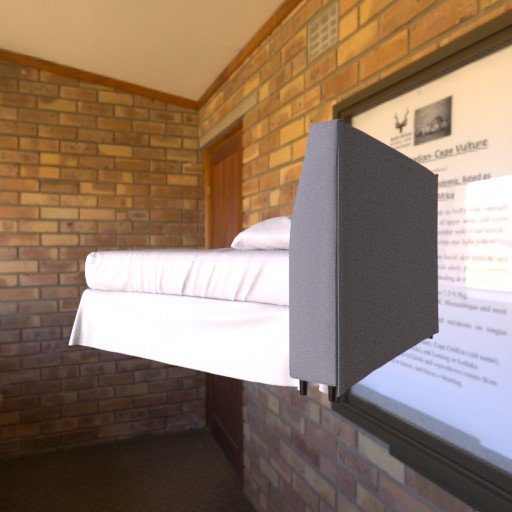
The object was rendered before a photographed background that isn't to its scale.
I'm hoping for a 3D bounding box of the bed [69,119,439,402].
[{"bbox_3d":[0.000,0.000,3.433,2.276,1.332,1.925,1,1,35],"label":"bed"}]
